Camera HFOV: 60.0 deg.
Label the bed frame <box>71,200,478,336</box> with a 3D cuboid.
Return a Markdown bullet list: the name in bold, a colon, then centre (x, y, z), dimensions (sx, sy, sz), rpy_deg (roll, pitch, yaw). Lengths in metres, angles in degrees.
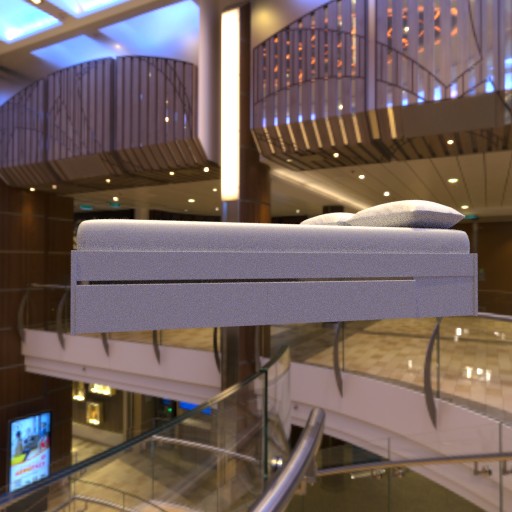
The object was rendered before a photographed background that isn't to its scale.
- **bed frame**: centre (0.000, 0.000, 2.666), dimensions (1.950, 0.629, 1.450), rpy_deg (0, -1, -18)
